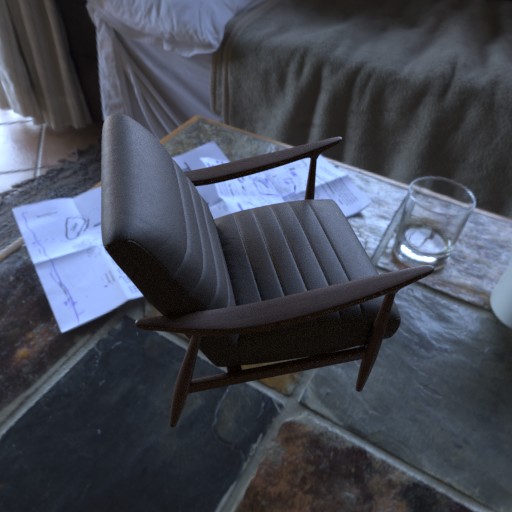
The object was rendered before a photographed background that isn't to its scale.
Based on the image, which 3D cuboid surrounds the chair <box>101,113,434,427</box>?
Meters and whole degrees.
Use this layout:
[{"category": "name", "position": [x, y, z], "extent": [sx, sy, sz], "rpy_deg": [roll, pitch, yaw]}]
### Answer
[{"category": "chair", "position": [0.000, 0.000, 1.448], "extent": [0.798, 0.831, 0.741], "rpy_deg": [-10, 46, -9]}]
